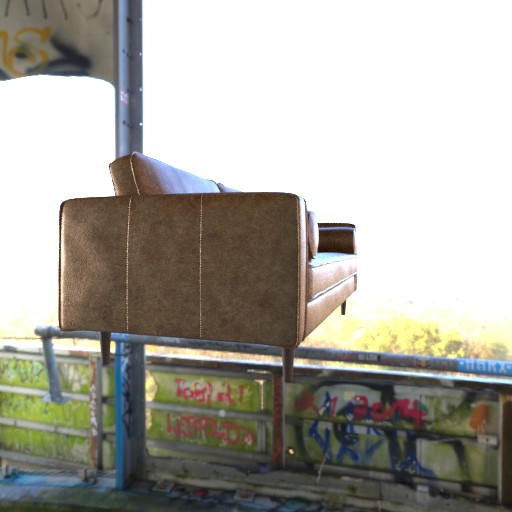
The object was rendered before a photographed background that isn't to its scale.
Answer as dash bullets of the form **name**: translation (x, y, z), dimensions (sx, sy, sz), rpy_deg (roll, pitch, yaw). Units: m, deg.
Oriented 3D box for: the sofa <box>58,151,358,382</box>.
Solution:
- **sofa**: translation (0.000, 0.000, 2.369), dimensions (0.924, 0.825, 1.920), rpy_deg (0, 1, 18)
